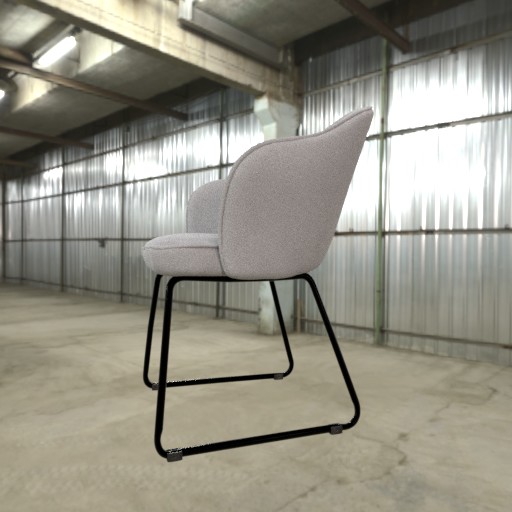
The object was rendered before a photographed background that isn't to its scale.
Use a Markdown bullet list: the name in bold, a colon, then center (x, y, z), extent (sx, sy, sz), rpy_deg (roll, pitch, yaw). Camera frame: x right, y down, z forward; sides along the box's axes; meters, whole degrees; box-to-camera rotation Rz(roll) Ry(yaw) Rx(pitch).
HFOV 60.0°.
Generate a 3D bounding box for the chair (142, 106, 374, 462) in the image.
- **chair**: center (0.000, 0.000, 1.195), extent (0.592, 0.817, 0.570), rpy_deg (0, 0, -18)
